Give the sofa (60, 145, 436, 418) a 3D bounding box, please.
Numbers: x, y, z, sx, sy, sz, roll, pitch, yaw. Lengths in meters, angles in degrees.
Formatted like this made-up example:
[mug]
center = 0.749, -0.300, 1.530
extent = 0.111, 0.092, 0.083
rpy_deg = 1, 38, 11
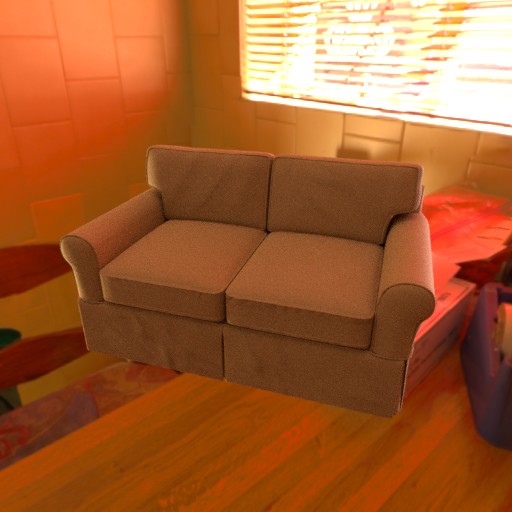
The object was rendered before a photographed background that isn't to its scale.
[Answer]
[sofa]
center = 0.000, 0.000, 2.363
extent = 1.727, 0.940, 0.991
rpy_deg = 8, 27, 16
